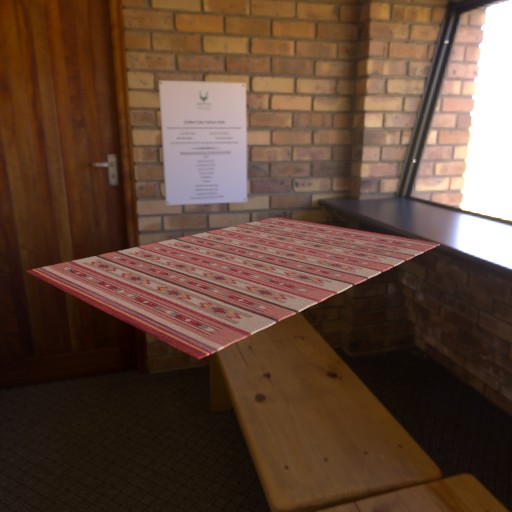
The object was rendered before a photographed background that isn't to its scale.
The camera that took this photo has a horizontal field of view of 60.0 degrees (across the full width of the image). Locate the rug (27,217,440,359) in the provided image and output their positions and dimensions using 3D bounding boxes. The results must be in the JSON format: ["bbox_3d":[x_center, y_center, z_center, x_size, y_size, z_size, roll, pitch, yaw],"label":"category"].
[{"bbox_3d":[0.000,0.000,2.299,1.223,0.008,1.817,14,21,40],"label":"rug"}]
